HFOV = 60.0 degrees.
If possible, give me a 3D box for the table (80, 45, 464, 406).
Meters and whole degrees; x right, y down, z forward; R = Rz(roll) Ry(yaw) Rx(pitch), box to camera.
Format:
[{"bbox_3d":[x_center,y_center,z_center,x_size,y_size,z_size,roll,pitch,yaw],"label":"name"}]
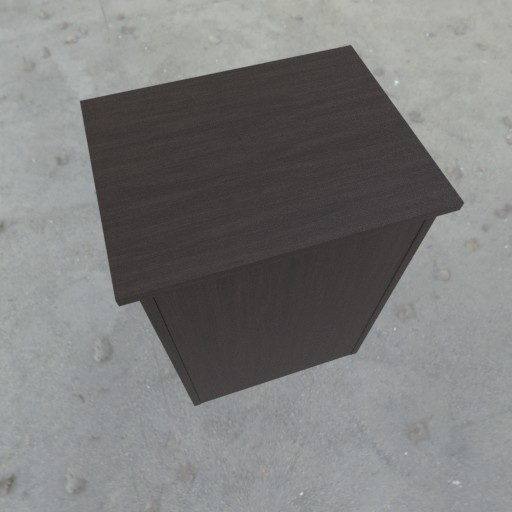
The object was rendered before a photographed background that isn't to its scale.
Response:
[{"bbox_3d":[0.000,0.000,0.936,0.480,0.635,0.381,-16,60,-9],"label":"table"}]
